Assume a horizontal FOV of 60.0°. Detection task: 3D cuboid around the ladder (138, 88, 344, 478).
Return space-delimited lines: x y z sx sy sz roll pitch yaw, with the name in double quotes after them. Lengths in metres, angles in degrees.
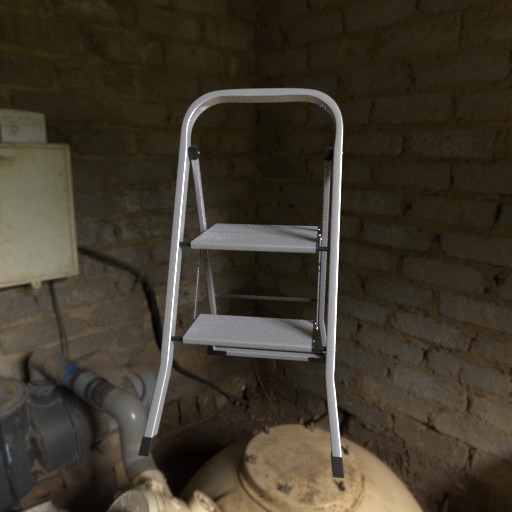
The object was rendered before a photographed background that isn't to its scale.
0.000 0.000 1.133 0.465 0.830 0.530 2 14 9 "ladder"
